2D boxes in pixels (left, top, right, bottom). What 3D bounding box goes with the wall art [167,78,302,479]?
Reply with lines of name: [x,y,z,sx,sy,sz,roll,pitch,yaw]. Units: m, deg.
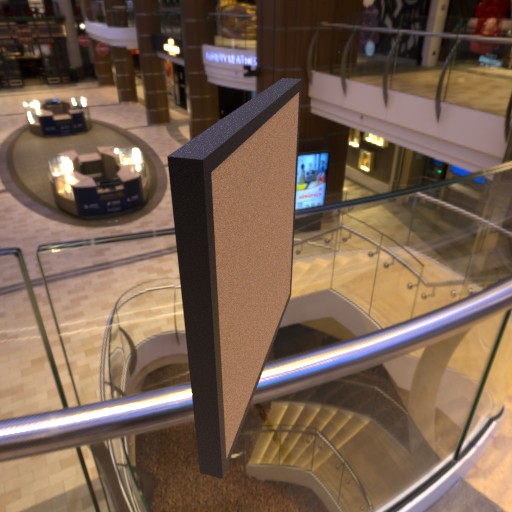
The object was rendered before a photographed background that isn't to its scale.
wall art: [0.000,0.000,0.773,0.038,0.508,0.508,8,31,14]
